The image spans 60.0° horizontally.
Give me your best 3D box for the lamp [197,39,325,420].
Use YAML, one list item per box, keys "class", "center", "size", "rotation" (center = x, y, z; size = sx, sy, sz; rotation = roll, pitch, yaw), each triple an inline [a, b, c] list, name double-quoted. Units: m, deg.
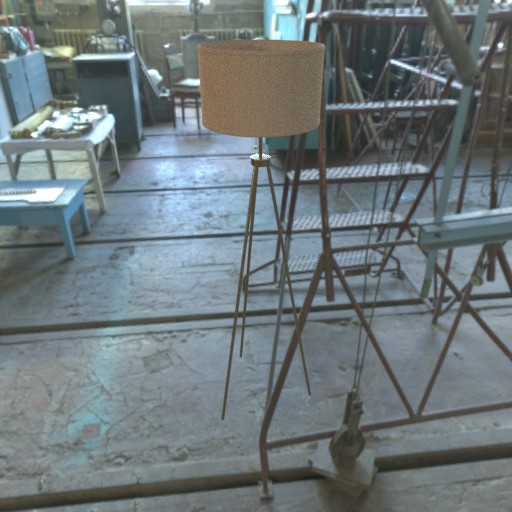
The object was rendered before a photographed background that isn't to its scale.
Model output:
- class: "lamp"
  center: [0.000, 0.000, 1.791]
  size: [0.449, 1.545, 0.460]
  rotation: [22, 36, 32]
